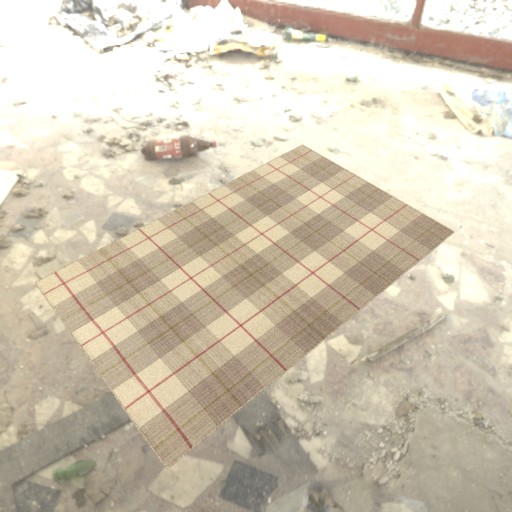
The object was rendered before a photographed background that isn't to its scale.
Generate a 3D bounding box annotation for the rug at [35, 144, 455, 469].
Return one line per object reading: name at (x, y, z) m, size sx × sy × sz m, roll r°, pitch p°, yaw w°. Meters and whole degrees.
rug at (0.000, 0.000, 3.029) m, size 2.464 × 0.010 × 1.549 m, roll -33°, pitch 55°, yaw -27°
